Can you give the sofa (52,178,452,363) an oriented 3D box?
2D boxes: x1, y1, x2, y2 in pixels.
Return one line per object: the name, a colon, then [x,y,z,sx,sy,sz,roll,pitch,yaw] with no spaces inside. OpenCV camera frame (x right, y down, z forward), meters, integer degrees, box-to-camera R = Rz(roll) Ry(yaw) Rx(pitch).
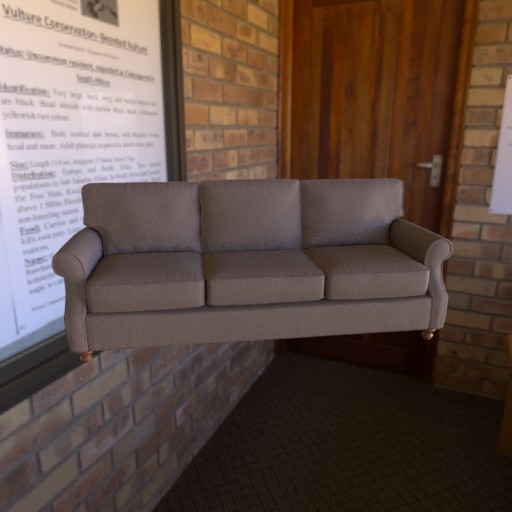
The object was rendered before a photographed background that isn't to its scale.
sofa: [0.000,0.000,2.900,2.353,0.948,0.966,-2,16,-8]
